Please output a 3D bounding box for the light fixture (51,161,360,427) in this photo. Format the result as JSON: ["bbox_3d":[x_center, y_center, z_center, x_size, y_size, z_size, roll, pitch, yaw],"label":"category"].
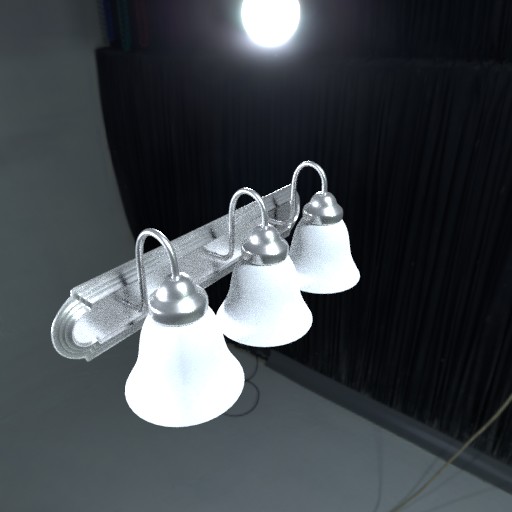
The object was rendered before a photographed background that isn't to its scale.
[{"bbox_3d":[0.000,0.000,0.719,0.199,0.222,0.610,18,32,31],"label":"light fixture"}]
